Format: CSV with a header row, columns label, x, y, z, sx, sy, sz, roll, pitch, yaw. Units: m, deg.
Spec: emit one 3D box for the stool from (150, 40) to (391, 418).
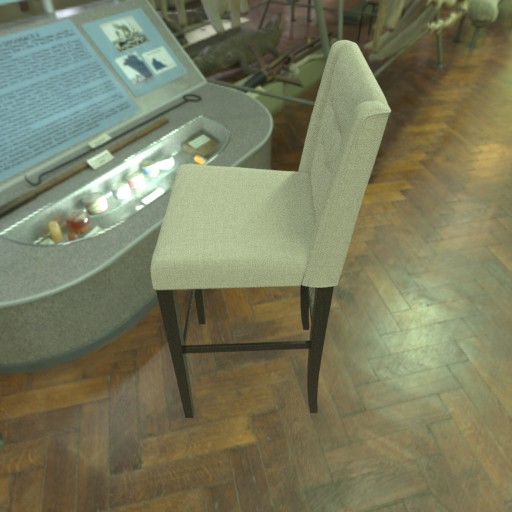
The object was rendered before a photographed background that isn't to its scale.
label,x,y,z,sx,sy,sz,roll,pitch,yaw
stool,0.000,0.000,1.338,0.509,1.116,0.474,1,41,1
